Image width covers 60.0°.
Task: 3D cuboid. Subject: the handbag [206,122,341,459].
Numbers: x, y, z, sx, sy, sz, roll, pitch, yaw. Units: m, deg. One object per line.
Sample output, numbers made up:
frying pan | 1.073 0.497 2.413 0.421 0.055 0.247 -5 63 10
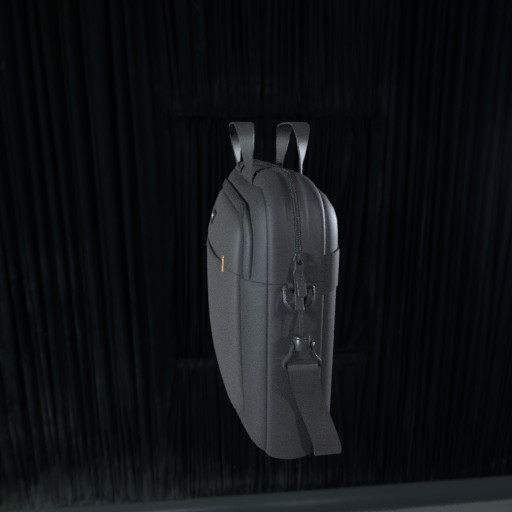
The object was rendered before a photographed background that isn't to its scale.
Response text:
handbag | 0.000 0.000 0.573 0.126 0.330 0.429 -2 15 -8
